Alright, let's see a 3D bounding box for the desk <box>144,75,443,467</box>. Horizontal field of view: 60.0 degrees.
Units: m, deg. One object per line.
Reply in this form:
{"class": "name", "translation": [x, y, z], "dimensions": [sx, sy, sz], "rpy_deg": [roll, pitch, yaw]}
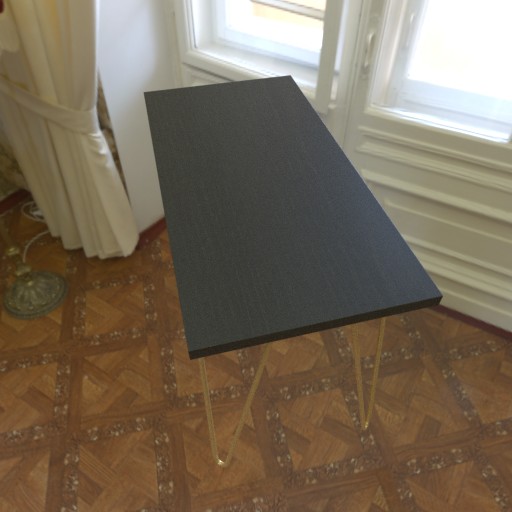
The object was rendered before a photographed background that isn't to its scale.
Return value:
{"class": "desk", "translation": [0.000, 0.000, 1.389], "dimensions": [0.499, 0.660, 0.991], "rpy_deg": [-11, 48, -10]}
